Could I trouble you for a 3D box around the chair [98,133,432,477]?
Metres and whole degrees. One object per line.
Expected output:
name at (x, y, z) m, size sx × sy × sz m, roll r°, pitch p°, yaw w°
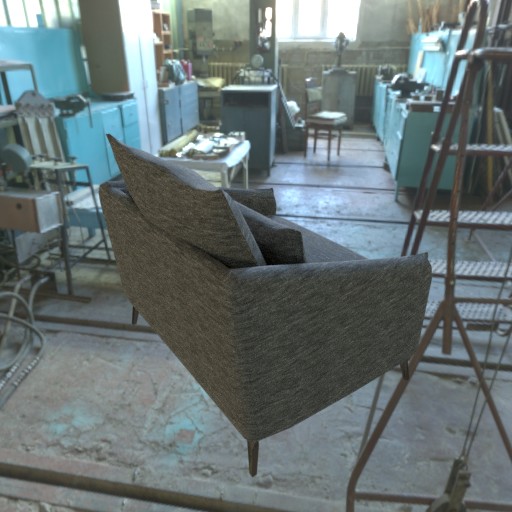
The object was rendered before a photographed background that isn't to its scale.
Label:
chair at (0.000, 0.000, 1.619) m, size 0.805 × 0.842 × 1.004 m, roll -17°, pitch 31°, yaw -31°
